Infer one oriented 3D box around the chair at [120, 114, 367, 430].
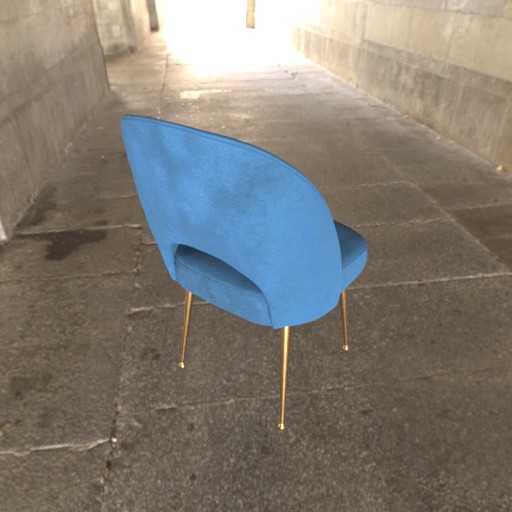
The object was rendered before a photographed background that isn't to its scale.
[{"bbox_3d":[0.000,0.000,1.225,0.527,0.860,0.577,21,38,31],"label":"chair"}]
